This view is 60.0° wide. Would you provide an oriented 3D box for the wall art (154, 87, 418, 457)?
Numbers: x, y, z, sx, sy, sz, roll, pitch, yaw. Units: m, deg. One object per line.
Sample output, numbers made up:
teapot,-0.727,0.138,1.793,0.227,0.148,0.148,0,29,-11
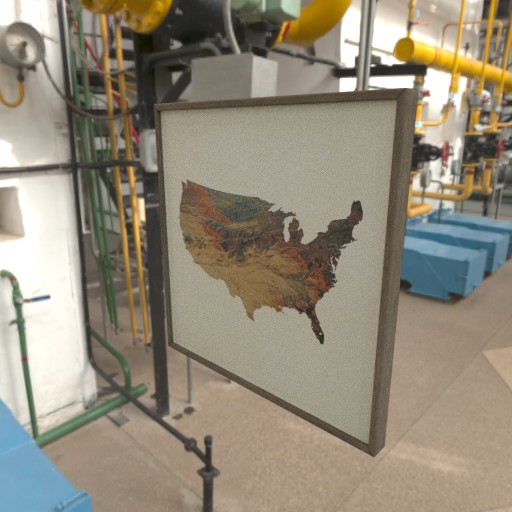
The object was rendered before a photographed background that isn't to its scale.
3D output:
wall art,0.000,0.000,1.119,0.749,0.751,0.050,15,21,41
